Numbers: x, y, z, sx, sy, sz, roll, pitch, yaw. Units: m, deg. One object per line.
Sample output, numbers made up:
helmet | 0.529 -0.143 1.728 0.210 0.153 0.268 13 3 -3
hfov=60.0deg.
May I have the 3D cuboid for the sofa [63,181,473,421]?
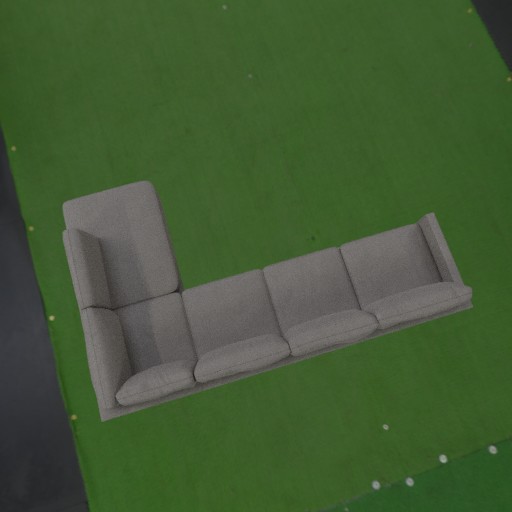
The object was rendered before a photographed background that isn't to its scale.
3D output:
sofa | 0.000 0.000 4.209 3.331 0.964 2.077 -16 77 -4
